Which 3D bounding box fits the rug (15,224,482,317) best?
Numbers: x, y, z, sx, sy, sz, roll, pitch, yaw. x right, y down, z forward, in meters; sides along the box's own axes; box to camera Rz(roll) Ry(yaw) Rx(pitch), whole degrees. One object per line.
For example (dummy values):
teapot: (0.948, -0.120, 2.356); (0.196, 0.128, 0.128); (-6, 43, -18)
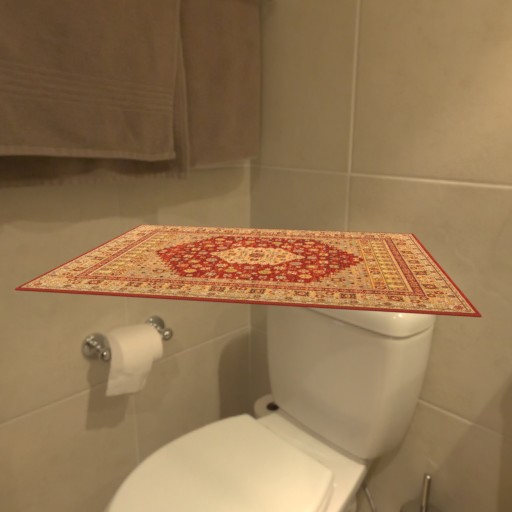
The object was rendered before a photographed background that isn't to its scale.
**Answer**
rug: (0.000, 0.000, 2.825); (2.211, 0.013, 1.593); (2, 16, 8)
